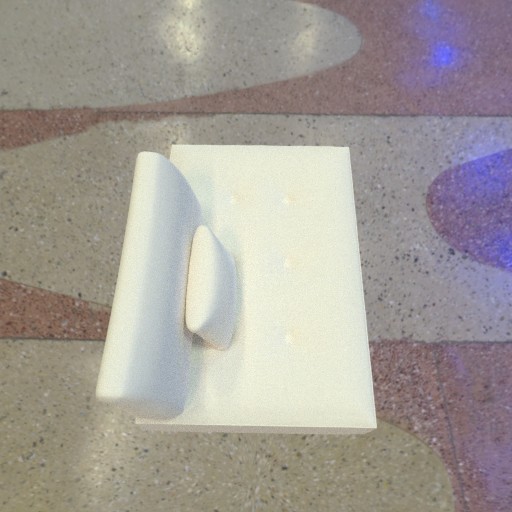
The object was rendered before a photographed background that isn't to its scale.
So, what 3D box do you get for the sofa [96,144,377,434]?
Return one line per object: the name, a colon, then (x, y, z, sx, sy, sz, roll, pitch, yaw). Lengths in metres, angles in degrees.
sofa: (0.000, 0.000, 2.026, 1.000, 0.820, 1.450, 1, 63, 0)
